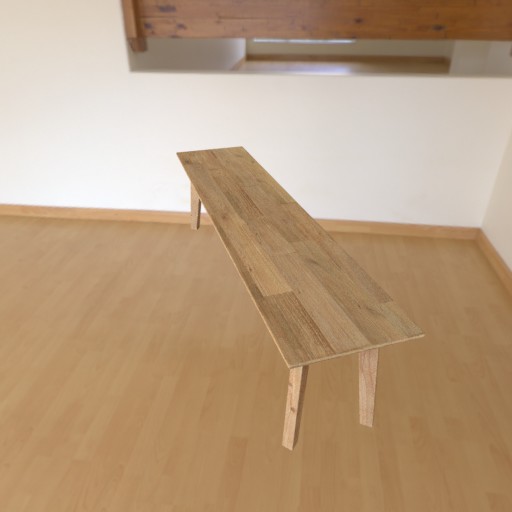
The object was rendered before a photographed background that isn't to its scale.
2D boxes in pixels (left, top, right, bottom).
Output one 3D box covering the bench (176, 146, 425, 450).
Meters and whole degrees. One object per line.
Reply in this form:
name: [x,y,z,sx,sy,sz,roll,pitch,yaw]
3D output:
bench: [0.000,0.000,1.899,0.378,0.431,1.698,-9,32,-15]
